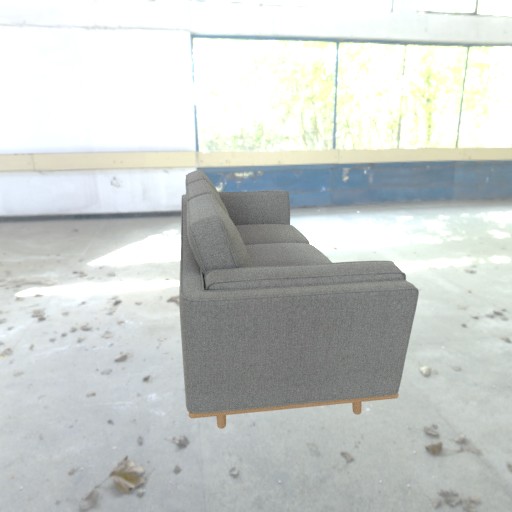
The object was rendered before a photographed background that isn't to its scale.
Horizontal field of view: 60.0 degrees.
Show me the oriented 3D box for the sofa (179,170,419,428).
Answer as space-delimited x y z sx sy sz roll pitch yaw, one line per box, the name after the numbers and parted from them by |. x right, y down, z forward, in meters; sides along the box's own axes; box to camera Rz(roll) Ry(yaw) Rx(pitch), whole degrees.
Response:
0.000 0.000 2.739 0.903 0.899 2.362 -3 17 -9 | sofa
